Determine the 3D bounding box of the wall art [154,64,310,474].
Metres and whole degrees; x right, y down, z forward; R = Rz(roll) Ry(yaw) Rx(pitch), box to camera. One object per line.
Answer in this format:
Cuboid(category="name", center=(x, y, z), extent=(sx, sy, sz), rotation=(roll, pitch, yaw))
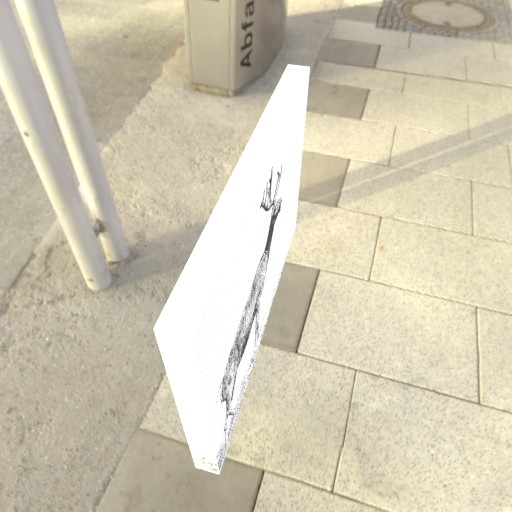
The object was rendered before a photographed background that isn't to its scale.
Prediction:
Cuboid(category="wall art", center=(0.000, 0.000, 0.781), extent=(0.042, 0.414, 0.608), rotation=(11, 48, 10))
